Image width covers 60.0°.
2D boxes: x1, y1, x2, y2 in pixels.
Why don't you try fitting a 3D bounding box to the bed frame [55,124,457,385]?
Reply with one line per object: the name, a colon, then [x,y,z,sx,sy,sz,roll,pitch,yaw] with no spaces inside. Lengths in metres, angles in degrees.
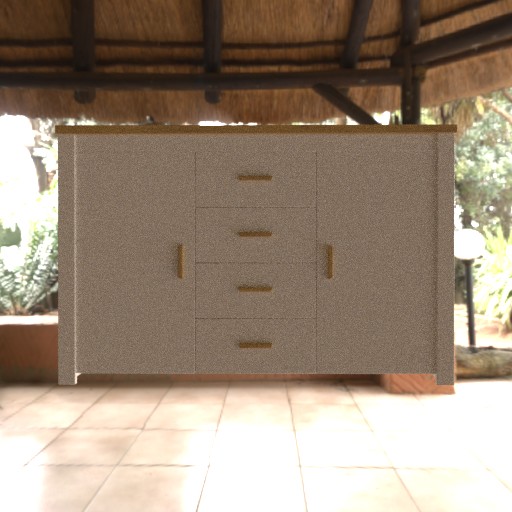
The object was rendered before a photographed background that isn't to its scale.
bed frame: [0.000,0.000,1.647,1.300,0.850,0.430,0,0,0]
